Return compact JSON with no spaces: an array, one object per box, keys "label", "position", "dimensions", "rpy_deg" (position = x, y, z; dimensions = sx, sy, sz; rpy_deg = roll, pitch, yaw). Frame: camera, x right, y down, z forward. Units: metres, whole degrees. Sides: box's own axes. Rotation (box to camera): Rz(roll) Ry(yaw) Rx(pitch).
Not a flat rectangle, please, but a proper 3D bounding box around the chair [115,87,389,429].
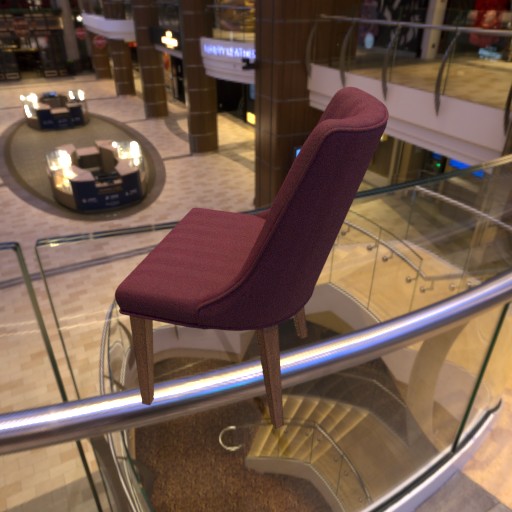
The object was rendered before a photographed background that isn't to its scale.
[{"label":"chair","position":[0.000,0.000,1.322],"dimensions":[0.638,0.916,0.548],"rpy_deg":[8,32,13]}]
